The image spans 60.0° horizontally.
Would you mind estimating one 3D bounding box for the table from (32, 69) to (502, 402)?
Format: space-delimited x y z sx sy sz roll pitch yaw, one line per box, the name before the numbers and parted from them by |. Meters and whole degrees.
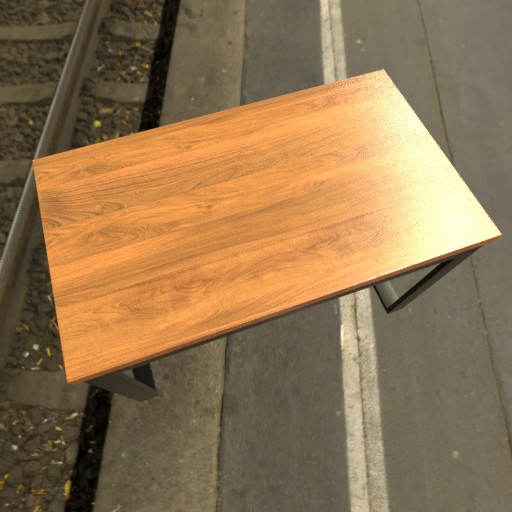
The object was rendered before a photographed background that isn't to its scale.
table | 0.000 0.000 1.634 1.205 0.760 0.714 -18 64 -9
